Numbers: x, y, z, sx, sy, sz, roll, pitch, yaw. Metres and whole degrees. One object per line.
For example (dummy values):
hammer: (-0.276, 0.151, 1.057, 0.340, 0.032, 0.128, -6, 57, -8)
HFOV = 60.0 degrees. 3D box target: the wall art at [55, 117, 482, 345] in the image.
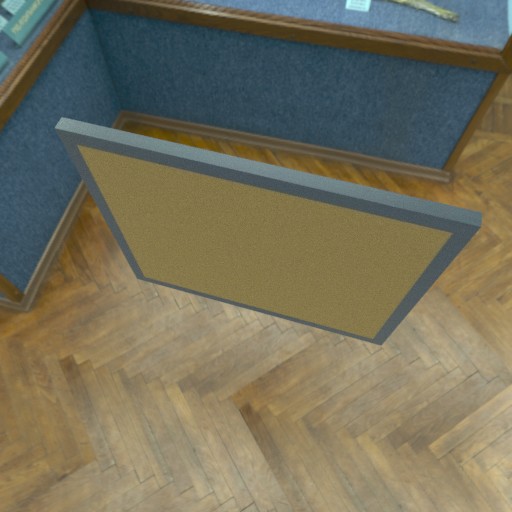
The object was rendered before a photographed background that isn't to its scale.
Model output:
wall art: (0.000, 0.000, 0.911, 0.660, 0.558, 0.026, 14, 63, 8)
